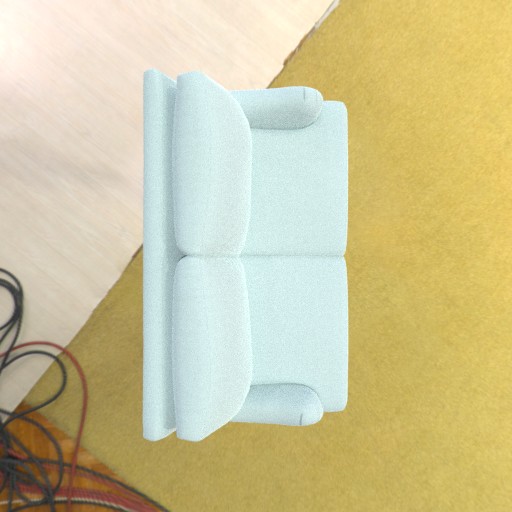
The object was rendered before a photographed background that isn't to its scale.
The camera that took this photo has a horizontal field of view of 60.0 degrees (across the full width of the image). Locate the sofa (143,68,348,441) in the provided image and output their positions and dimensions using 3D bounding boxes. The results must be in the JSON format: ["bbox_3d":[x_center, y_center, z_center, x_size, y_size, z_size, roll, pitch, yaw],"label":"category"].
[{"bbox_3d":[0.000,0.000,2.560,1.084,1.101,1.853,0,90,0],"label":"sofa"}]
